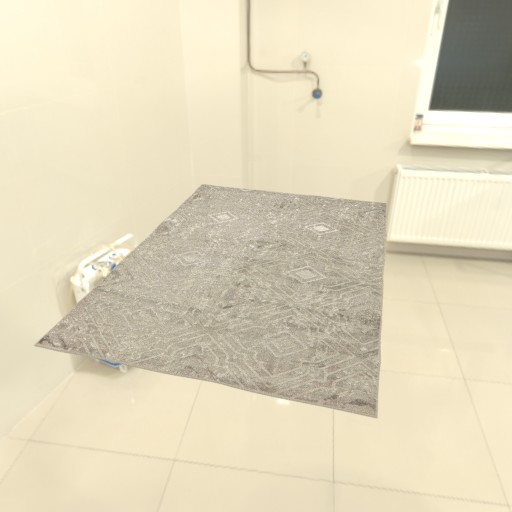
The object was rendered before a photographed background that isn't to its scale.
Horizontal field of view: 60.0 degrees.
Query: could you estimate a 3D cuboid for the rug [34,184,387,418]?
[{"bbox_3d":[0.000,0.000,4.344,2.448,0.020,3.359,8,31,13],"label":"rug"}]
